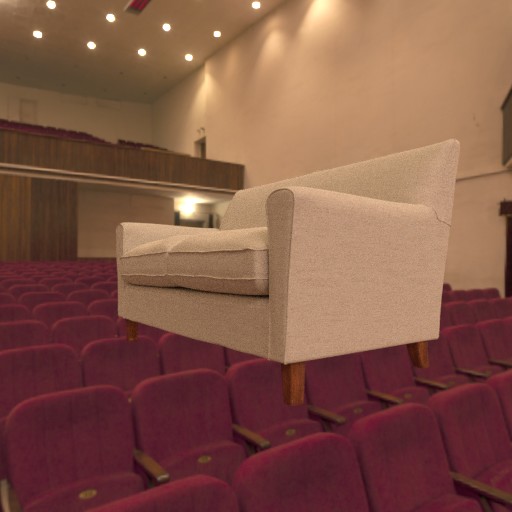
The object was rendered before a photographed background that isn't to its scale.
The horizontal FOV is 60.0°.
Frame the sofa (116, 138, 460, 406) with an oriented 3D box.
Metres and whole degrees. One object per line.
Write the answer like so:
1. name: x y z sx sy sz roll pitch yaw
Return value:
1. sofa: 0.000 0.000 2.039 0.891 0.892 1.482 1 -1 -36
